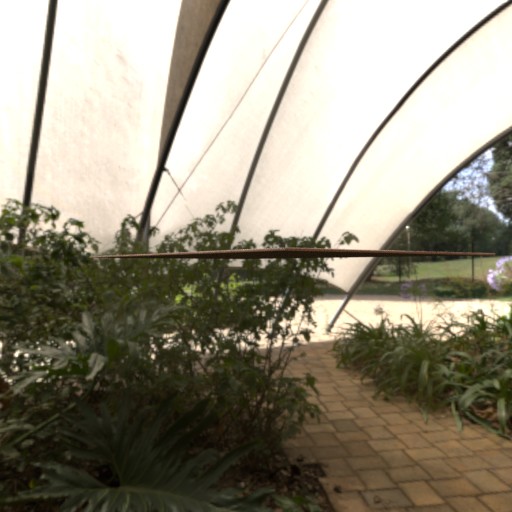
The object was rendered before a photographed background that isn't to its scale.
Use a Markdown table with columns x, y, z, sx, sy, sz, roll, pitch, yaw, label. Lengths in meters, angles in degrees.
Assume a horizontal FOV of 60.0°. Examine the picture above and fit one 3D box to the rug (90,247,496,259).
| x | y | z | sx | sy | sz | roll | pitch | yaw | label |
| --- | --- | --- | --- | --- | --- | --- | --- | --- | --- |
| 0.000 | 0.000 | 3.002 | 1.533 | 0.011 | 2.439 | 1 | -1 | -36 | rug |
